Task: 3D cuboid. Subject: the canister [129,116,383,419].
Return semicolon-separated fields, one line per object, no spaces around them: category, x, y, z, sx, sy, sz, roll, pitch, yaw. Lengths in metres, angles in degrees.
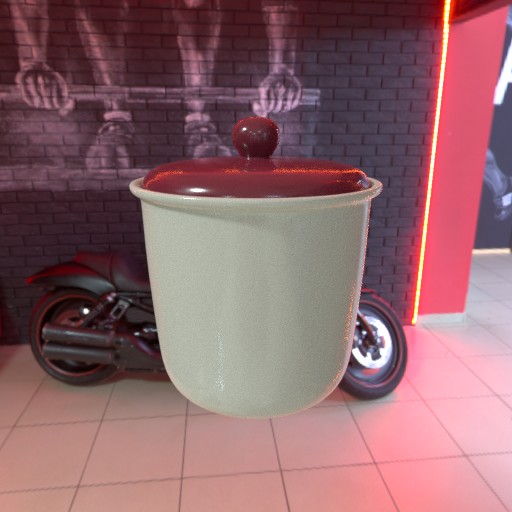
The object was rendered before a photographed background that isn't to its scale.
canister;0.000;0.000;0.346;0.182;0.208;0.182;0;16;0
